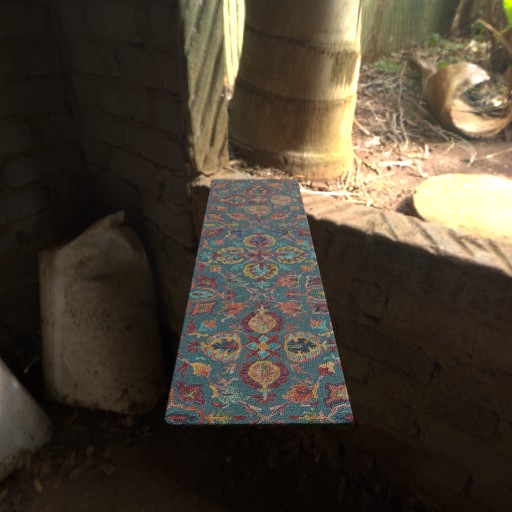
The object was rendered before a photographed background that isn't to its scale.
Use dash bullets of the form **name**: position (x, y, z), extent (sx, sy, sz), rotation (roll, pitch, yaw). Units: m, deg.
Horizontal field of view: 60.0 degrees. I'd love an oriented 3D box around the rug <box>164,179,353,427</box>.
- **rug**: position (0.000, 0.000, 2.550), extent (0.686, 0.013, 2.286), rotation (0, 32, 0)
